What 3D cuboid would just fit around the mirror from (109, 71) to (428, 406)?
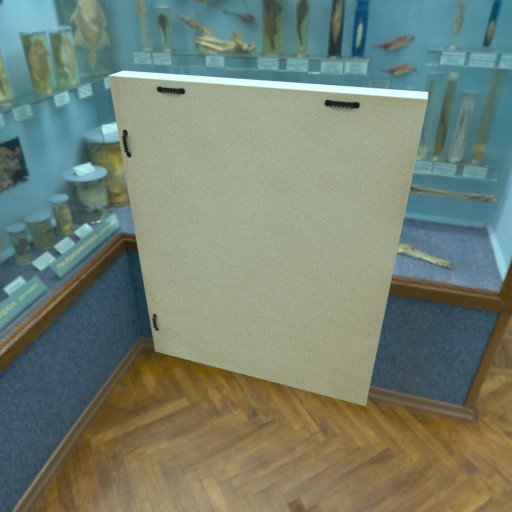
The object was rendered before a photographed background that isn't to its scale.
[{"bbox_3d":[0.000,0.000,0.687,0.406,0.509,0.041,10,34,16],"label":"mirror"}]
